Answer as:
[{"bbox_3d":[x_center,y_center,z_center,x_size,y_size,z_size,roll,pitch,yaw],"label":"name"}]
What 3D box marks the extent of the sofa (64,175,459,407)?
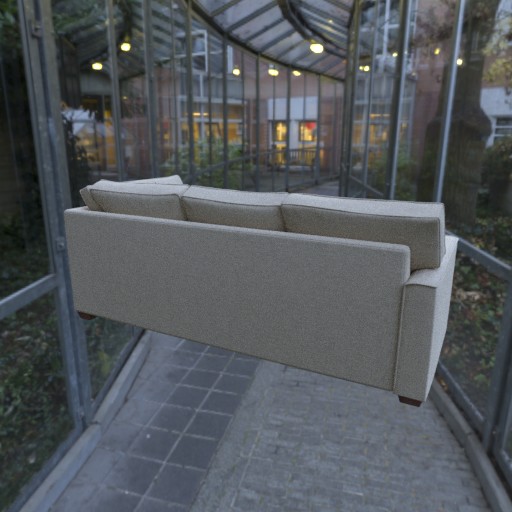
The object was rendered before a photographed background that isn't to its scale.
[{"bbox_3d":[0.000,0.000,2.874,2.317,0.962,1.061,8,17,27],"label":"sofa"}]
